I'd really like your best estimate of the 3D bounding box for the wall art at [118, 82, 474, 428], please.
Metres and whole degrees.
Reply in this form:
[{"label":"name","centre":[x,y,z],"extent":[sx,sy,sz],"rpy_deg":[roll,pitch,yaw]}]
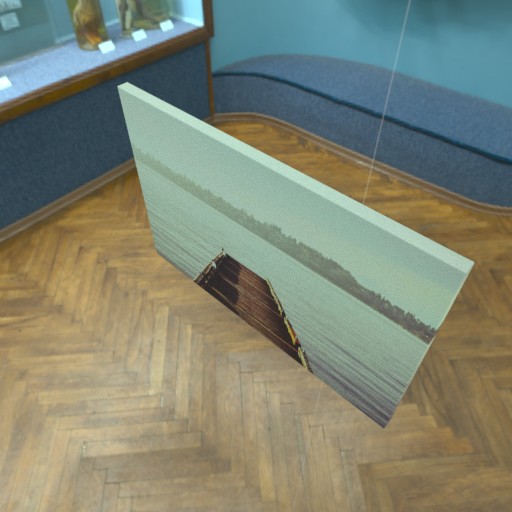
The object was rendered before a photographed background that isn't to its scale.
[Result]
[{"label":"wall art","centre":[0.000,0.000,1.417],"extent":[1.149,0.765,0.040],"rpy_deg":[34,55,27]}]
